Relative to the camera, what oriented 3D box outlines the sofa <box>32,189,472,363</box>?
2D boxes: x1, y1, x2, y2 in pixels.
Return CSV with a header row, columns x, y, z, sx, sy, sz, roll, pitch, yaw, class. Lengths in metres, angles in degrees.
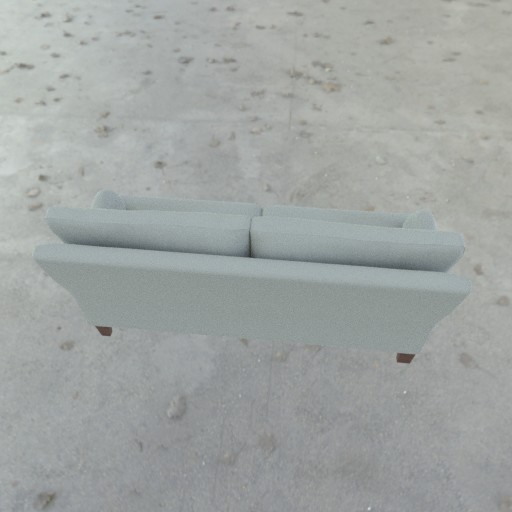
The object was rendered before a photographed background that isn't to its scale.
x,y,z,sx,sy,sz,roll,pitch,yaw,class
0.000,0.000,2.778,2.193,1.096,1.069,4,46,4,sofa
